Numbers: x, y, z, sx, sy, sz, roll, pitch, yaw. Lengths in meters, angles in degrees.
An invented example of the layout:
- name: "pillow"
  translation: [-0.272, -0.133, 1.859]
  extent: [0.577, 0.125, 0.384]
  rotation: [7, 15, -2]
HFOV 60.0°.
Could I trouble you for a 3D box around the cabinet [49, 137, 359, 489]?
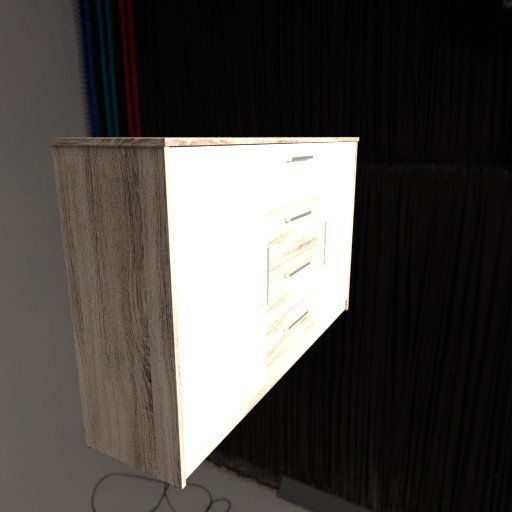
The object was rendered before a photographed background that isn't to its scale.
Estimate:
- name: "cabinet"
  translation: [0.000, 0.000, 1.745]
  extent: [0.380, 0.900, 1.450]
  rotation: [8, 17, 28]
